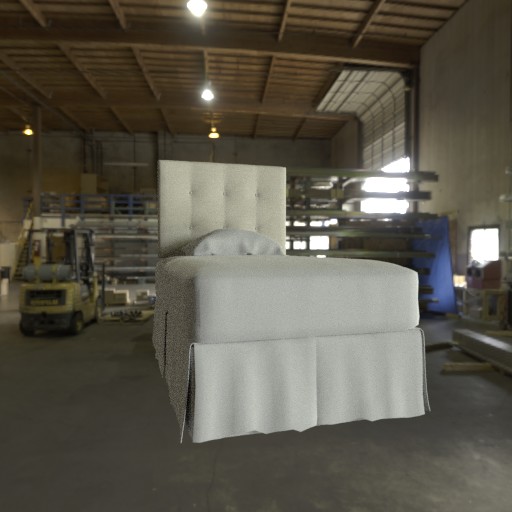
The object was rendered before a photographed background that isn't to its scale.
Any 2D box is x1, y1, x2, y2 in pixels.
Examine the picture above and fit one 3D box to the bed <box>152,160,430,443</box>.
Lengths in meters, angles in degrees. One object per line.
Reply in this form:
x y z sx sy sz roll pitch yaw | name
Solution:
0.000 0.000 2.964 1.261 1.571 1.997 0 1 -17 | bed
